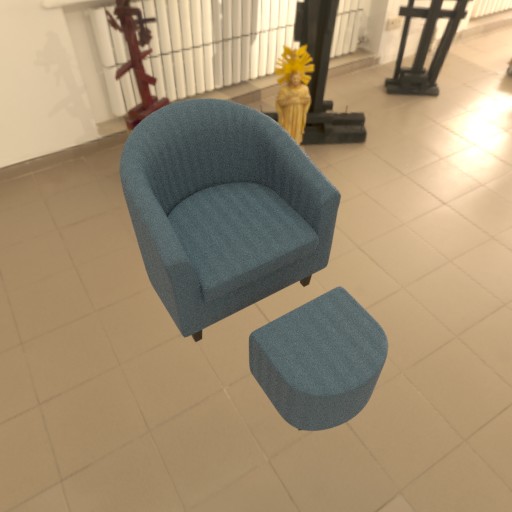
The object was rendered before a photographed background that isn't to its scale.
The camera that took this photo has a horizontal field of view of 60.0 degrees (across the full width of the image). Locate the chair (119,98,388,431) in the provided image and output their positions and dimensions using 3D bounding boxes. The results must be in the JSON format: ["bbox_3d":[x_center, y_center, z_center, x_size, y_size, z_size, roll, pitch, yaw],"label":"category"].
[{"bbox_3d":[0.000,0.000,1.765,0.756,0.757,1.288,-25,51,-21],"label":"chair"}]
